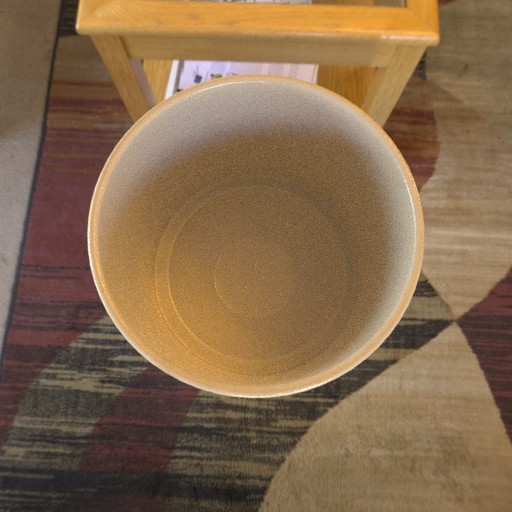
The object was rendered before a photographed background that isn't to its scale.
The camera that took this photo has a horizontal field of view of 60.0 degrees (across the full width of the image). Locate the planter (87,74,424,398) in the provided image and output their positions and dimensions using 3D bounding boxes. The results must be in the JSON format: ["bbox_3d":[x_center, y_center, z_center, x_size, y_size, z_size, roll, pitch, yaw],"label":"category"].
[{"bbox_3d":[0.000,0.000,0.339,0.193,0.177,0.193,0,77,0],"label":"planter"}]
